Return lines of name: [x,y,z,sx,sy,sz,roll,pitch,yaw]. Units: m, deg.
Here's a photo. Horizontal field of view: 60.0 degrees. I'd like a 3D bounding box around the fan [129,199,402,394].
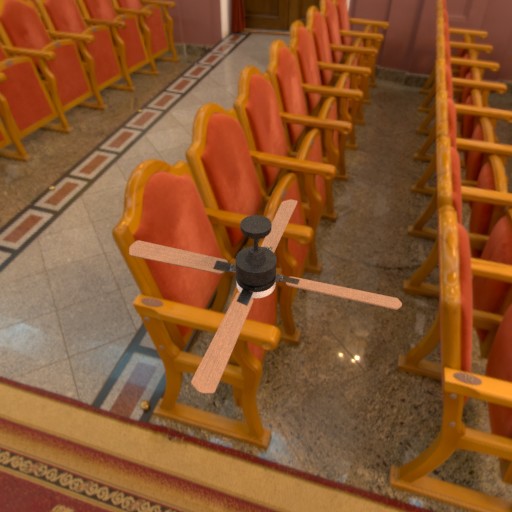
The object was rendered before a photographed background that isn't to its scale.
fan: [0.000,0.000,1.995,1.320,0.355,1.320,11,41,13]
